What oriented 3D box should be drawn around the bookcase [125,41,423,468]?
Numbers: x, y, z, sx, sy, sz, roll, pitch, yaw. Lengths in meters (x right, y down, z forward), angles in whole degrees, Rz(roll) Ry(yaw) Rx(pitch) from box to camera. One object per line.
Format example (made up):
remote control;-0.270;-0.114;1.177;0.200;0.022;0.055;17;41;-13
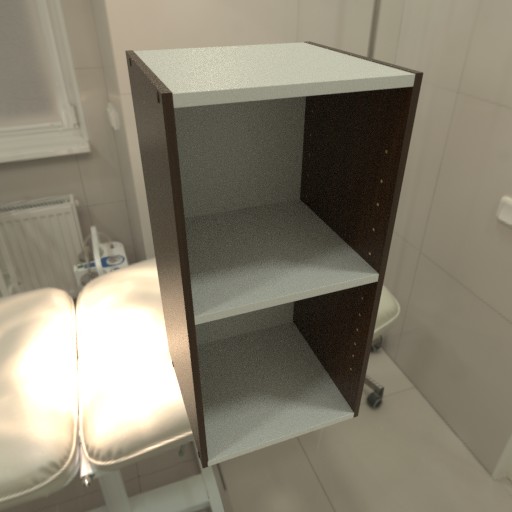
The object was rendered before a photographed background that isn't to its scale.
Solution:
bookcase;0.000;0.000;0.734;0.300;0.600;0.290;-11;34;-17
